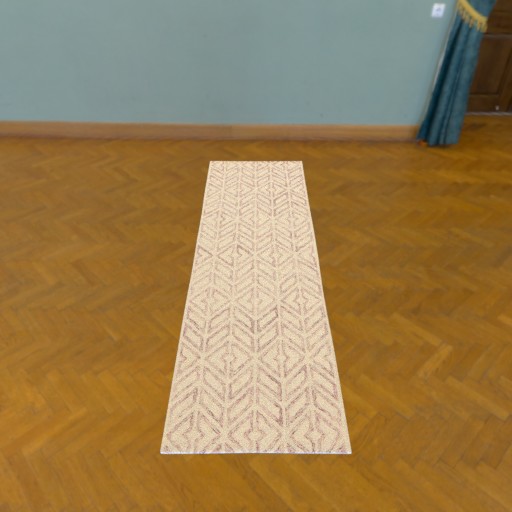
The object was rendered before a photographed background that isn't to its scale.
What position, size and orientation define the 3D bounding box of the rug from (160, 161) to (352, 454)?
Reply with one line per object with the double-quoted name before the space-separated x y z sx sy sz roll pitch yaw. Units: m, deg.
"rug" 0.000 0.000 2.673 0.750 0.009 2.435 0 39 0
